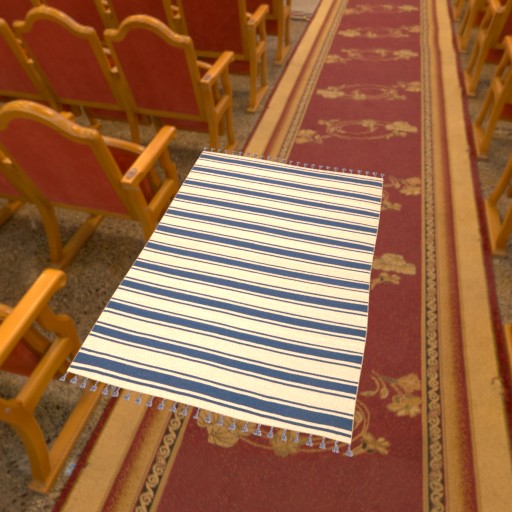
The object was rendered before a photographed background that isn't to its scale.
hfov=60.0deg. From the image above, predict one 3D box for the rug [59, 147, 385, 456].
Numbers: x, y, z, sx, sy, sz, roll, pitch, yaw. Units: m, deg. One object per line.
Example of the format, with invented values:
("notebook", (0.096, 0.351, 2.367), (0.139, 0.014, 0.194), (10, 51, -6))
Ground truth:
("rug", (0.000, 0.000, 2.963), (1.544, 0.010, 2.315), (11, 48, 10))
